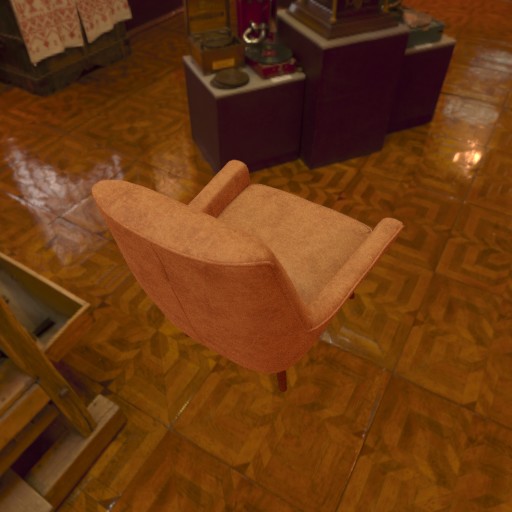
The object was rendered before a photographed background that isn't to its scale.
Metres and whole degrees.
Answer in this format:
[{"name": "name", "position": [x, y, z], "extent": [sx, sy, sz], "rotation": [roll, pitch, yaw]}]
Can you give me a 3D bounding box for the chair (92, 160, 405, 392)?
[{"name": "chair", "position": [0.000, 0.000, 1.503], "extent": [0.753, 0.883, 0.851], "rotation": [25, 51, 22]}]
